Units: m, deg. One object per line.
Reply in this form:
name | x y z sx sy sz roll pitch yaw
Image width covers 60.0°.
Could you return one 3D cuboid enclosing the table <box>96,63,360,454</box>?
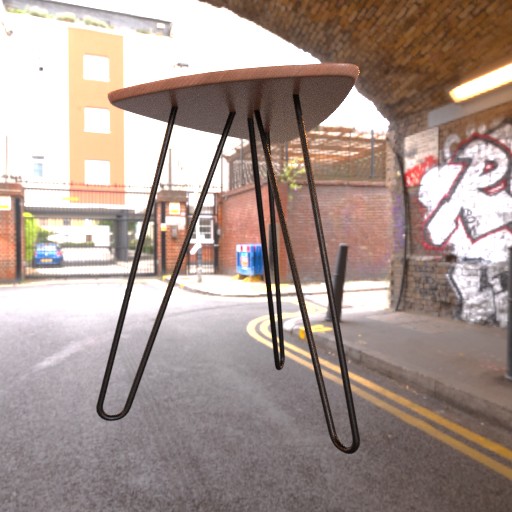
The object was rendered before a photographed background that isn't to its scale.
table | 0.000 0.000 0.888 0.442 0.564 0.455 0 1 18
